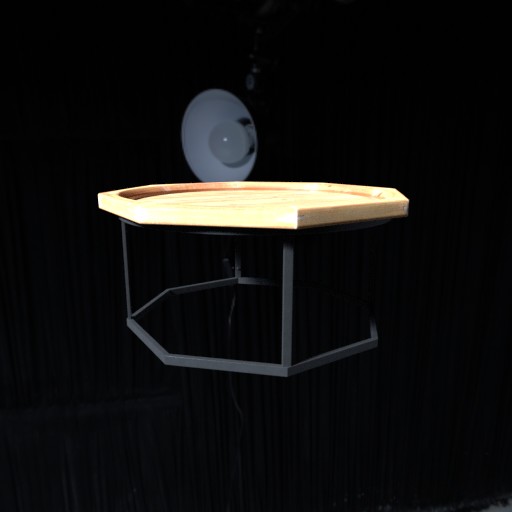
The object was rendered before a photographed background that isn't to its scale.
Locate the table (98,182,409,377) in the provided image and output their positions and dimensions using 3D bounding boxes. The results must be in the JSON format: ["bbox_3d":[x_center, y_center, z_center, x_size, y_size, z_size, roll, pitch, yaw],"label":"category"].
[{"bbox_3d":[0.000,0.000,1.522,1.002,0.444,1.002,0,13,0],"label":"table"}]
